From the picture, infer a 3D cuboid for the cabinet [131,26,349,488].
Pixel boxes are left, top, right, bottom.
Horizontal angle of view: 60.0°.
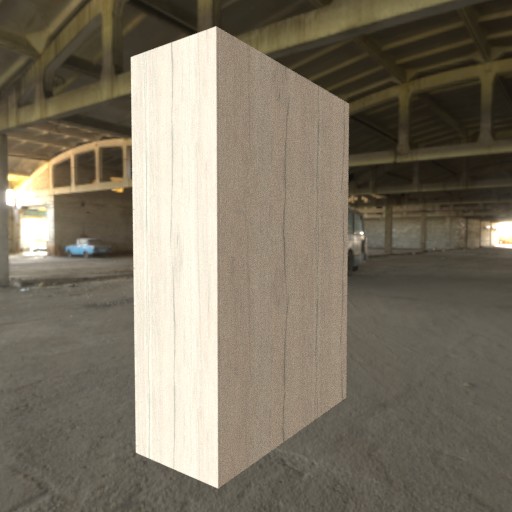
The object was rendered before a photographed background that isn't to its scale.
[{"bbox_3d":[0.000,0.000,2.712,0.580,2.070,1.400,2,3,36],"label":"cabinet"}]
